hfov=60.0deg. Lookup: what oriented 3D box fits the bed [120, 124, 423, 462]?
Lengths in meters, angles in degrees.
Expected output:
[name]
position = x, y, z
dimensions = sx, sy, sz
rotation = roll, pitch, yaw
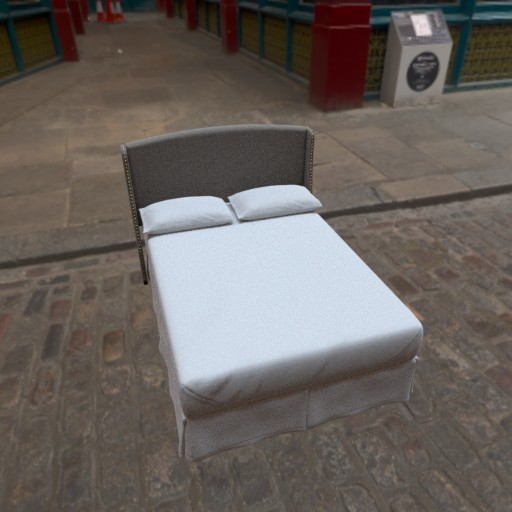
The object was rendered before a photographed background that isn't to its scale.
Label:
[bed]
position = 0.000, 0.000, 3.415
dimensions = 1.710, 1.407, 2.237
rotation = -10, 34, -15
